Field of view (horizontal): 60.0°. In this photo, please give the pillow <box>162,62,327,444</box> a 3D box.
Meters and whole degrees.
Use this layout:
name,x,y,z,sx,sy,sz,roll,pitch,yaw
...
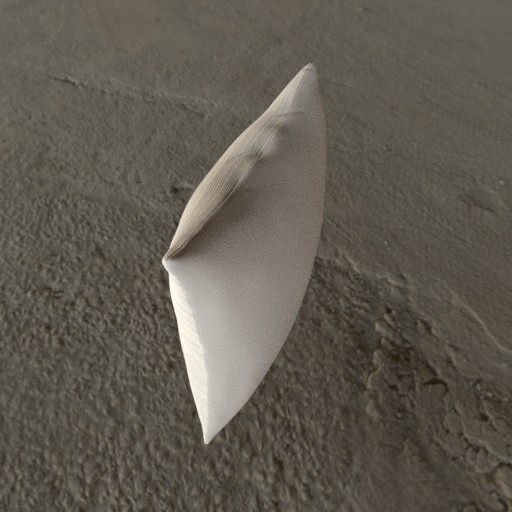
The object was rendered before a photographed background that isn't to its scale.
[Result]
name,x,y,z,sx,sy,sz,roll,pitch,yaw
pillow,0.000,0.000,0.794,0.204,0.497,0.512,16,49,15
